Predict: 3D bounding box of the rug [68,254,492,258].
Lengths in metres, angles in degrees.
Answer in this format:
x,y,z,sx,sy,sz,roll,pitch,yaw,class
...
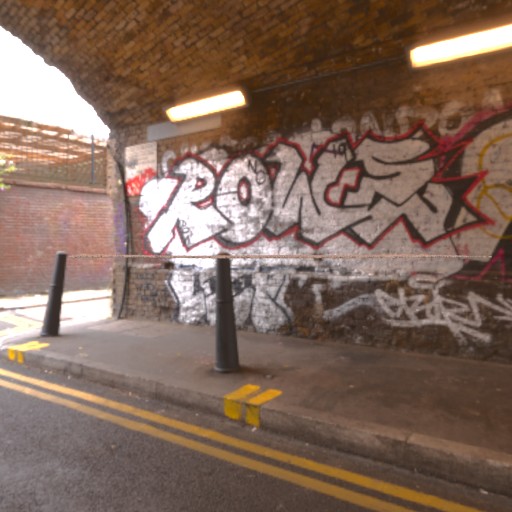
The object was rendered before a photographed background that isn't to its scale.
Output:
x,y,z,sx,sy,sz,roll,pitch,yaw,class
0.000,0.000,4.116,3.054,0.030,2.430,0,0,-17,rug
